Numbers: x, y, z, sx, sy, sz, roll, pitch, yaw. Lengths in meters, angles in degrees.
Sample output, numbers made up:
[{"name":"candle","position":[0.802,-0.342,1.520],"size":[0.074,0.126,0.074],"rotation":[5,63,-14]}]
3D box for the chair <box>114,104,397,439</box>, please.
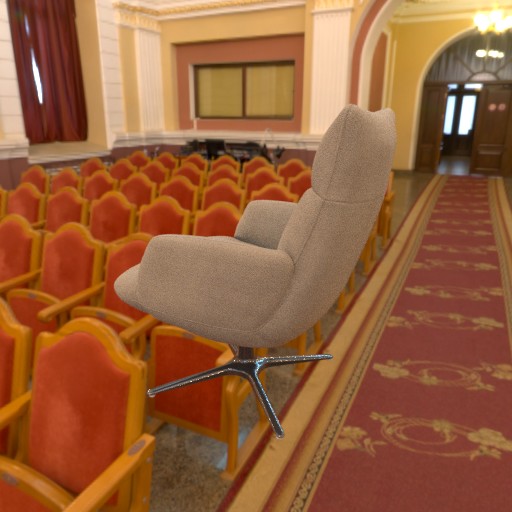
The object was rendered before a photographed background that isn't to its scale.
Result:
[{"name":"chair","position":[0.000,0.000,1.597],"size":[0.889,1.016,0.711],"rotation":[8,19,25]}]
